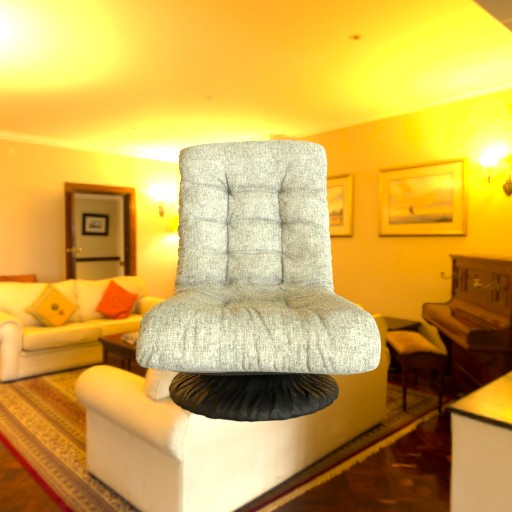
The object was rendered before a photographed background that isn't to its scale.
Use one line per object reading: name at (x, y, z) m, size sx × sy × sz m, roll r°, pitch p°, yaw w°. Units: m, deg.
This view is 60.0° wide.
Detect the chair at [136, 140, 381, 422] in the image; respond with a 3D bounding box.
chair at (0.000, 0.000, 0.966) m, size 0.400 × 0.600 × 0.583 m, roll 0°, pitch 2°, yaw -1°
